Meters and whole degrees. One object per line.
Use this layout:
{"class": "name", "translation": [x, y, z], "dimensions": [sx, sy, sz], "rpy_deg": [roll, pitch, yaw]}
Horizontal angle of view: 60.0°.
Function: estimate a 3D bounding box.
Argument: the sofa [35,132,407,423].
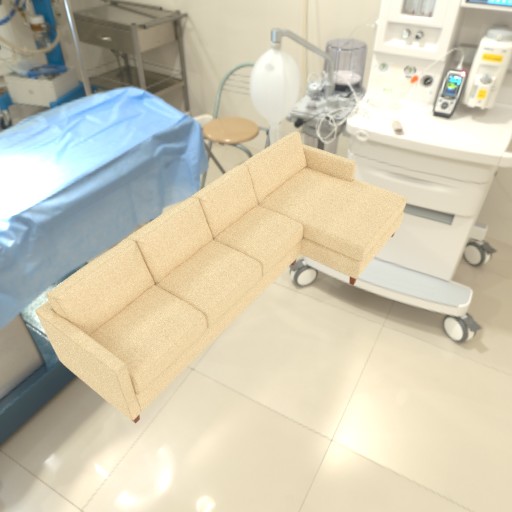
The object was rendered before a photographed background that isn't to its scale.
{"class": "sofa", "translation": [0.000, 0.000, 4.158], "dimensions": [1.603, 0.954, 3.471], "rpy_deg": [26, 47, 27]}
